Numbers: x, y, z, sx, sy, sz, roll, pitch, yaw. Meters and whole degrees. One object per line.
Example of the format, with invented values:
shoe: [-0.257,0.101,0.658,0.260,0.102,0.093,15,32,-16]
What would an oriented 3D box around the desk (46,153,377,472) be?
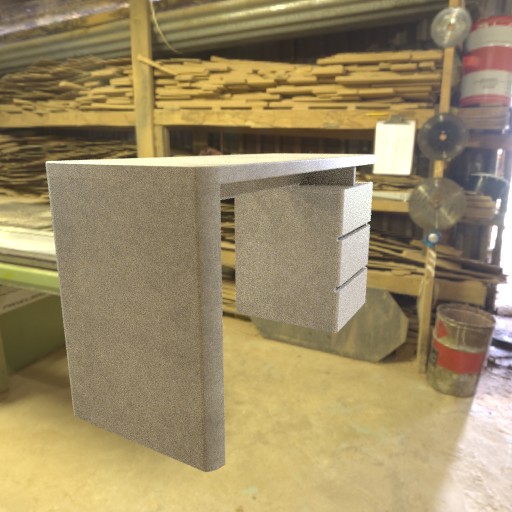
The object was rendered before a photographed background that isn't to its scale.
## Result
desk: [0.000,0.000,1.730,0.550,0.755,1.400,8,16,28]
